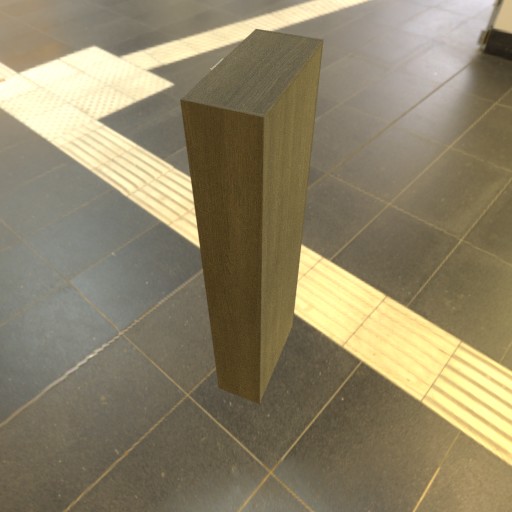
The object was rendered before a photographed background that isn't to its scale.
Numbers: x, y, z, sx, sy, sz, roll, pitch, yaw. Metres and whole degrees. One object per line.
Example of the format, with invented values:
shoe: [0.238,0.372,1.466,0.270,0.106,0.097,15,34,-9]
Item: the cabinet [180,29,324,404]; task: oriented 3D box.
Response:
cabinet: [0.000,0.000,1.889,0.255,1.630,0.520,17,49,15]
